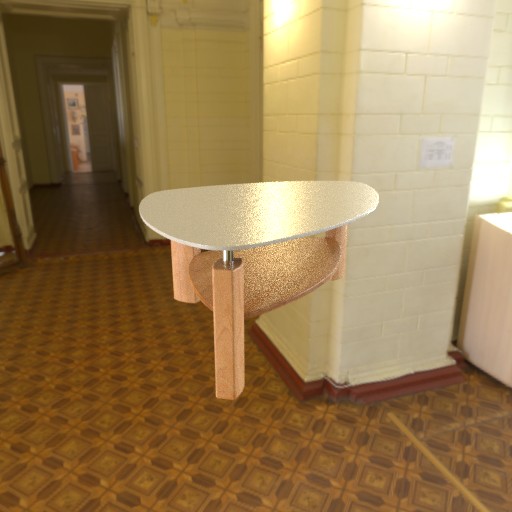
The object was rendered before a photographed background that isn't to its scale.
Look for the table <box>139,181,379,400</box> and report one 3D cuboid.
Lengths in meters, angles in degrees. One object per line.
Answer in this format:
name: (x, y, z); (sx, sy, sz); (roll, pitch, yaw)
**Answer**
table: (0.000, 0.000, 1.683); (0.850, 0.440, 1.250); (8, 19, 25)
